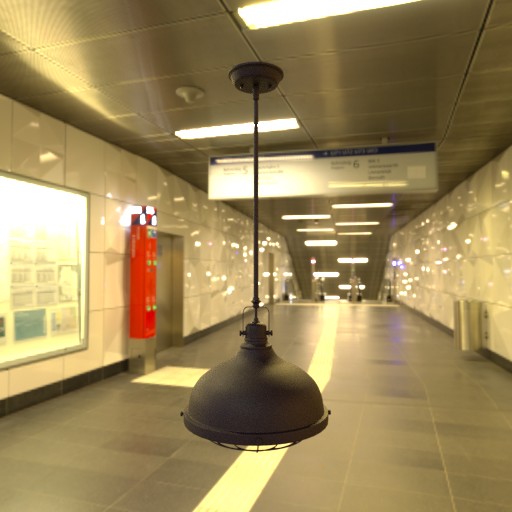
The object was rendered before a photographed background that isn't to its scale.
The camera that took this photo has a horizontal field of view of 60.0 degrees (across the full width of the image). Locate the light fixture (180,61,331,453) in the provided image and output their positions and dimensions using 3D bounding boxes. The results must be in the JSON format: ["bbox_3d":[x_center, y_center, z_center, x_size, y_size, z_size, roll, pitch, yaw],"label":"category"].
[{"bbox_3d":[0.000,0.000,1.022,0.341,0.849,0.341,0,-2,-2],"label":"light fixture"}]
